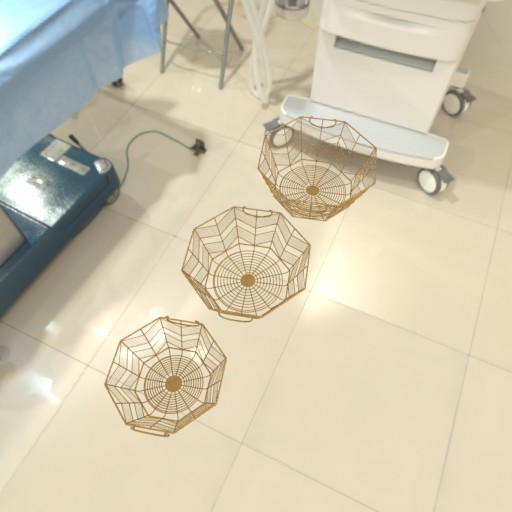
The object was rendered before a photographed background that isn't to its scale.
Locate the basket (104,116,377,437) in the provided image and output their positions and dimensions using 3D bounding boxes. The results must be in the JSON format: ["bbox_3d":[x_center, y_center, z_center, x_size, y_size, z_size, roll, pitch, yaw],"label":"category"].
[{"bbox_3d":[0.000,0.000,1.434,0.432,0.178,1.245,28,63,16],"label":"basket"}]
